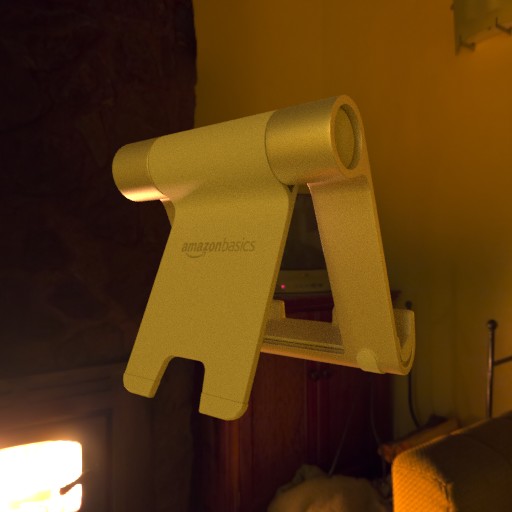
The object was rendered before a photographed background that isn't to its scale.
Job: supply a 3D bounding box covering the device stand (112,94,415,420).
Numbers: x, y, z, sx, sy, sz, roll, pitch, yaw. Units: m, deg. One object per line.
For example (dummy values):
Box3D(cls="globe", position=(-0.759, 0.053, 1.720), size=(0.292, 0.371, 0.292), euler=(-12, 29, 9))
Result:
Box3D(cls="device stand", position=(0.000, 0.000, 0.155), size=(0.086, 0.084, 0.079), euler=(0, 0, 37))
